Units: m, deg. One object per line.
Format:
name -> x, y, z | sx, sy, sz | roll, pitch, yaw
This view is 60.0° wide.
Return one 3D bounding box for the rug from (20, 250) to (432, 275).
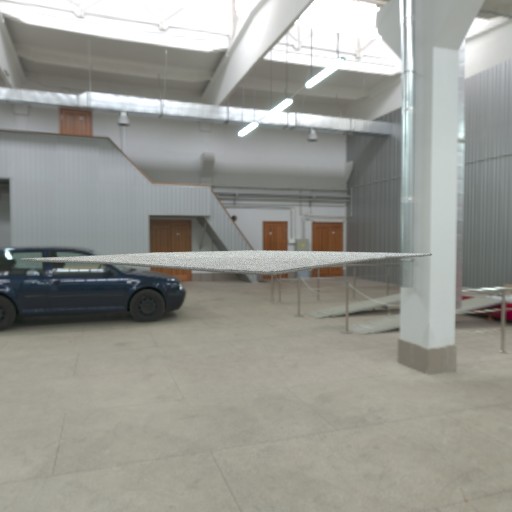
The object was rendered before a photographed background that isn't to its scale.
rug -> 0.000, 0.000, 4.201 | 2.434, 0.045, 3.202 | 2, 3, 36
